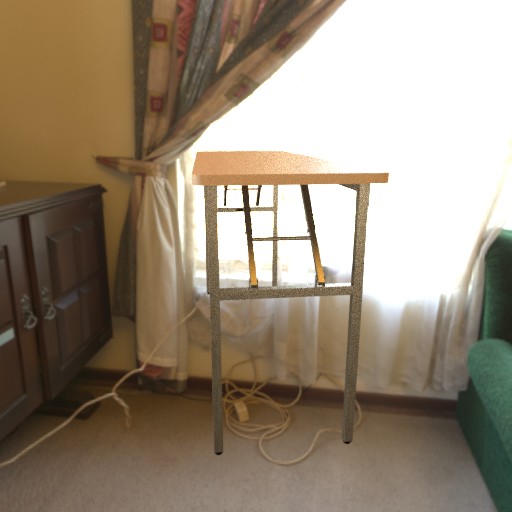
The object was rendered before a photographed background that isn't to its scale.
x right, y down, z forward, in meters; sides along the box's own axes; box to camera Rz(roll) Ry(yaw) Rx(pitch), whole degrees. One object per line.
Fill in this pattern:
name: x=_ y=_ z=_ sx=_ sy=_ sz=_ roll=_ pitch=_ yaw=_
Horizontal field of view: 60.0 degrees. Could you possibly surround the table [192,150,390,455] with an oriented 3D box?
table: x=0.000 y=0.000 z=1.726 sx=0.446 sy=0.750 sz=1.397 roll=-2 pitch=15 yaw=-7
